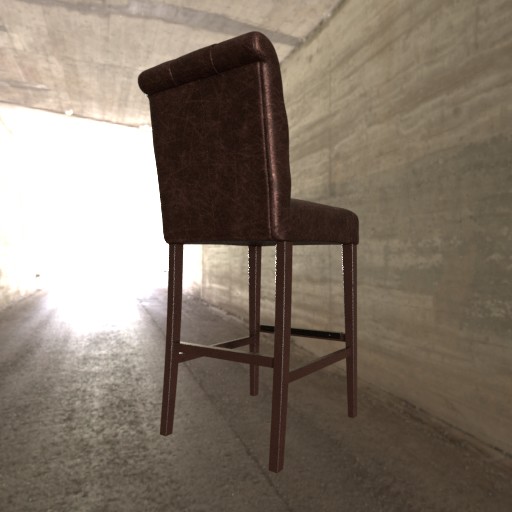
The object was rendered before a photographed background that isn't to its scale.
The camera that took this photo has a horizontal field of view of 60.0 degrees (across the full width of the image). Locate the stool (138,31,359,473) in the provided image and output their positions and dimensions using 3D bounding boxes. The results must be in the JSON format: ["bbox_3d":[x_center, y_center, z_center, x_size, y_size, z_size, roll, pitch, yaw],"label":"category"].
[{"bbox_3d":[0.000,0.000,1.504,0.483,1.168,0.659,0,0,35],"label":"stool"}]
